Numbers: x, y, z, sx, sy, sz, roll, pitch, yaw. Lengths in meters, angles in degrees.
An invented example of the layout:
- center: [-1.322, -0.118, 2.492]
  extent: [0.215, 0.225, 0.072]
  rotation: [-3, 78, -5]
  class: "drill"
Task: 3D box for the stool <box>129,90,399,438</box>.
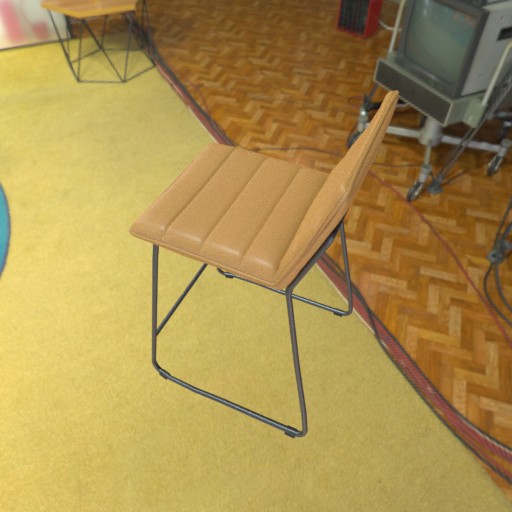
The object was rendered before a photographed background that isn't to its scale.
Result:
- center: [0.000, 0.000, 1.180]
  extent: [0.524, 0.866, 0.489]
  rotation: [18, 50, 16]
  class: "stool"
